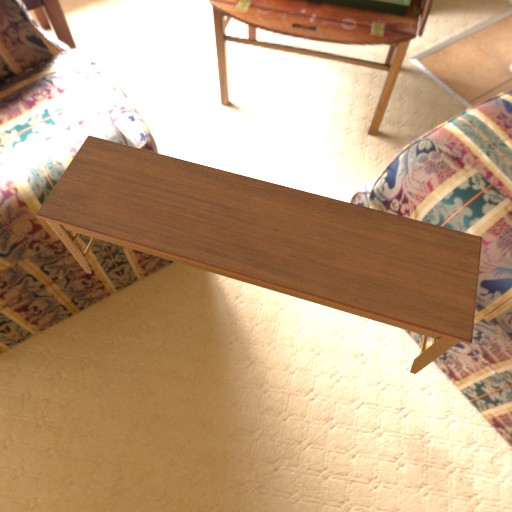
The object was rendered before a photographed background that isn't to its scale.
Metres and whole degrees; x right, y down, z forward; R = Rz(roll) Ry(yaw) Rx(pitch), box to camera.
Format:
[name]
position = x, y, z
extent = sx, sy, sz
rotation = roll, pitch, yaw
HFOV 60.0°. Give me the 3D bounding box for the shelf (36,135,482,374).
[shelf]
position = 0.000, 0.000, 0.734
extent = 0.636, 0.190, 0.166
rotation = 16, 63, 8
